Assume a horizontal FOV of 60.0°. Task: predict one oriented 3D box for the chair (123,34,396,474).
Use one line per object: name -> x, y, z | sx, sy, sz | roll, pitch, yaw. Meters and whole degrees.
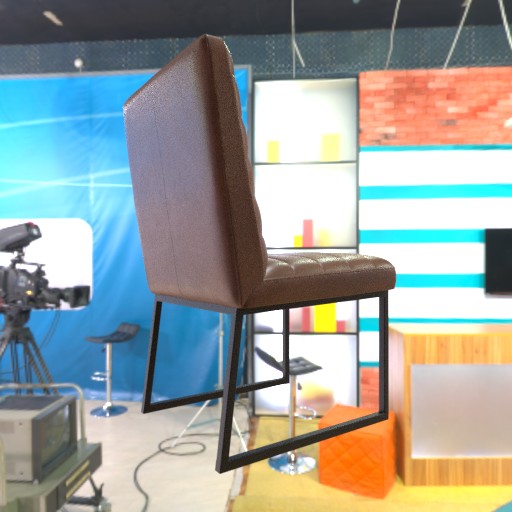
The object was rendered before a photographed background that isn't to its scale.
chair -> 0.000, 0.000, 1.279 | 0.634, 0.930, 0.520 | 0, 0, -35
